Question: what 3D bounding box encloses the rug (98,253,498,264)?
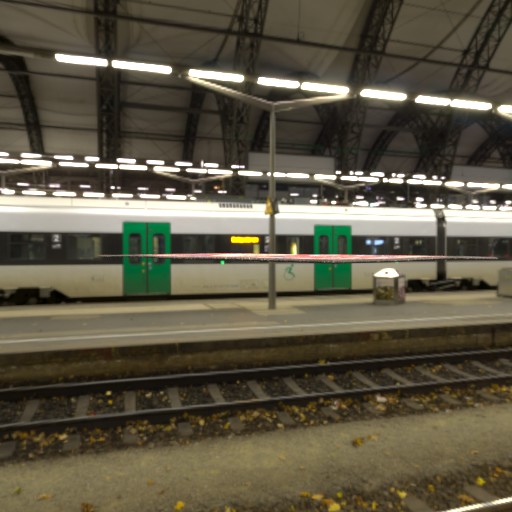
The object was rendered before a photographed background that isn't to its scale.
[{"bbox_3d":[0.000,0.000,3.533,1.522,0.034,3.032,0,1,-38],"label":"rug"}]
